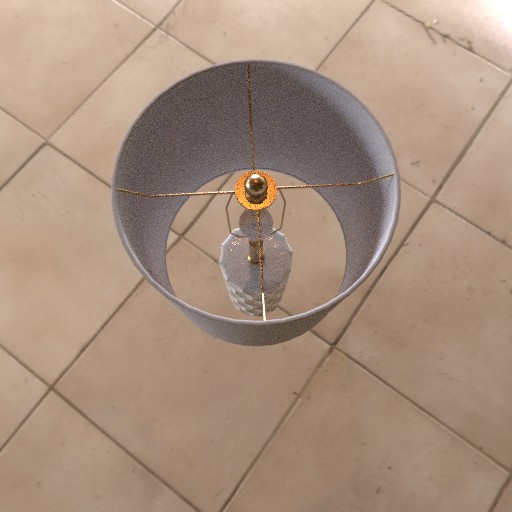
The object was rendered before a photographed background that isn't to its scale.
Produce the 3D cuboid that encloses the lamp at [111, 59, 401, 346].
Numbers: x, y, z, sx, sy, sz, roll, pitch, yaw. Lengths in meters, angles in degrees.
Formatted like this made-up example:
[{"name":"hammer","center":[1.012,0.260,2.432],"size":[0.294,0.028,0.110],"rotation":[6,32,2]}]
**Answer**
[{"name":"lamp","center":[0.000,0.000,0.682],"size":[0.277,0.537,0.277],"rotation":[34,77,9]}]
